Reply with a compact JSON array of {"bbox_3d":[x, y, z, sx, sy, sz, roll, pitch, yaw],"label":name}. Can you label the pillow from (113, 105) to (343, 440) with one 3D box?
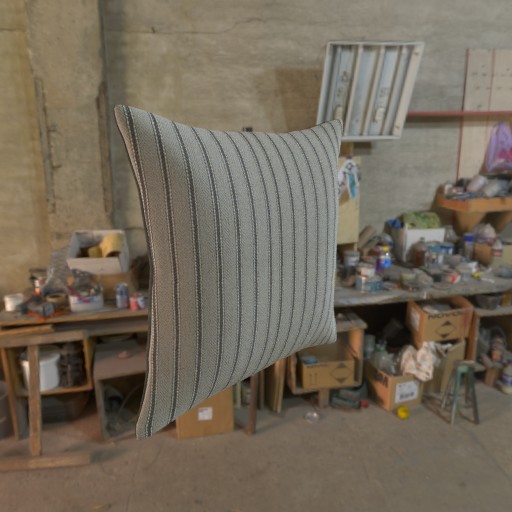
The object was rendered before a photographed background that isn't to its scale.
[{"bbox_3d":[0.000,0.000,0.714,0.138,0.444,0.468,13,18,43],"label":"pillow"}]
